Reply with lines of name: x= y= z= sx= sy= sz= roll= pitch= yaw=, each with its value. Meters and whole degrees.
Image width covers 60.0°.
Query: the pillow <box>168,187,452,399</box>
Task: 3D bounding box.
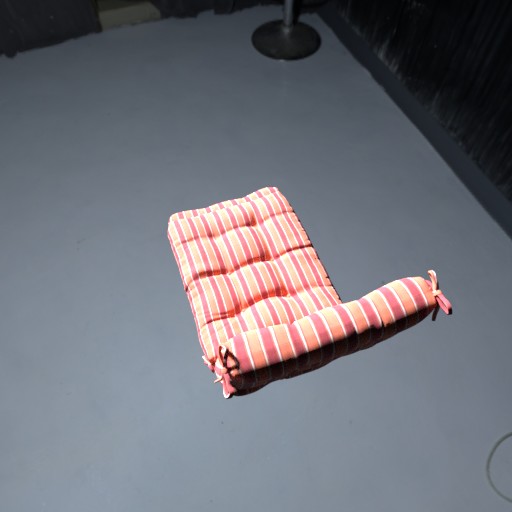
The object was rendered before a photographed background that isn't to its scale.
pillow: x=0.000 y=0.000 z=1.461 sx=0.526 sy=0.863 sz=1.016 roll=-17 pitch=60 yaw=-10
